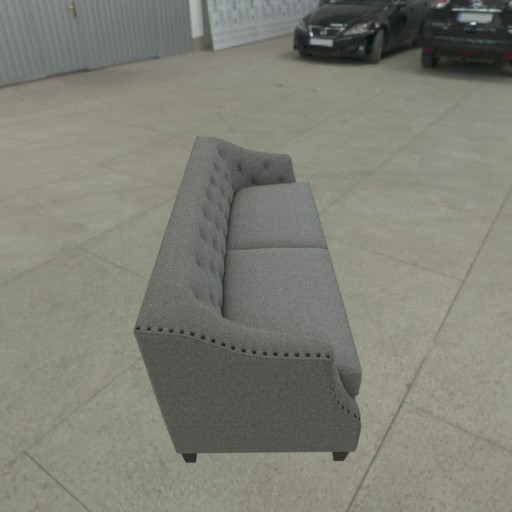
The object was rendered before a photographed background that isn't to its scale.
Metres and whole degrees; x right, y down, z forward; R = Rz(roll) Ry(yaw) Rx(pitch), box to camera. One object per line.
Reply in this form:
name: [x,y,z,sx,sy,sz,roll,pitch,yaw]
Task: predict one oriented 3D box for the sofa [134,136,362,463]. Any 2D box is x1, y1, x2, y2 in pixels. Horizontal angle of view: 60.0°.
sofa: [0.000,0.000,2.738,0.914,0.901,2.235,0,33,-1]
